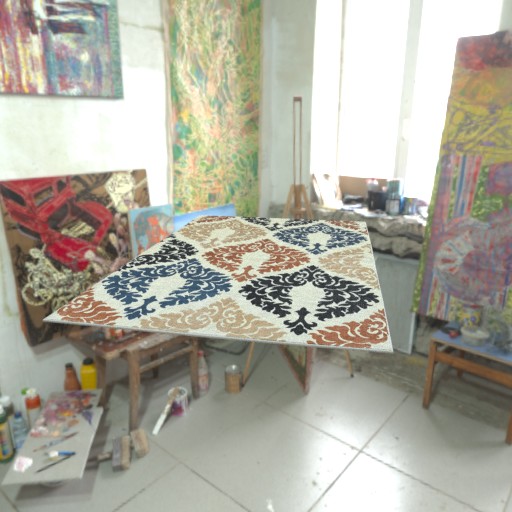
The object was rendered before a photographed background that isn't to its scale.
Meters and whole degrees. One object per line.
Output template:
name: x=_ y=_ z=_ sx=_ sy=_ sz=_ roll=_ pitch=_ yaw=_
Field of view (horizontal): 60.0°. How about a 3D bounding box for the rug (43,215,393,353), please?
rug: x=0.000 y=0.000 z=2.901 sx=1.514 sy=0.014 sz=2.275 roll=3 pitch=18 yaw=10
